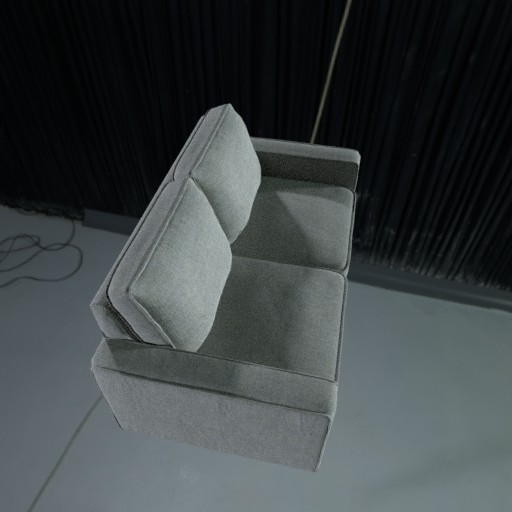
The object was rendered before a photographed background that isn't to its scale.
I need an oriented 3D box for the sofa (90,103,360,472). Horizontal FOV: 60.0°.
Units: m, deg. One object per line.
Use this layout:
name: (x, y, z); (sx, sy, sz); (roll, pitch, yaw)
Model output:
sofa: (0.000, 0.000, 2.252); (0.945, 0.915, 1.706); (9, 47, 8)
